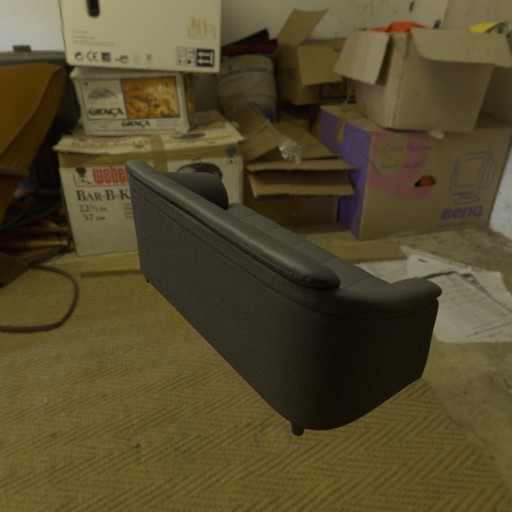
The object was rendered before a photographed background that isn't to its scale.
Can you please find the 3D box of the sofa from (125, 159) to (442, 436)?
[{"bbox_3d":[0.000,0.000,2.323,0.800,0.811,1.829,-19,34,-31],"label":"sofa"}]
